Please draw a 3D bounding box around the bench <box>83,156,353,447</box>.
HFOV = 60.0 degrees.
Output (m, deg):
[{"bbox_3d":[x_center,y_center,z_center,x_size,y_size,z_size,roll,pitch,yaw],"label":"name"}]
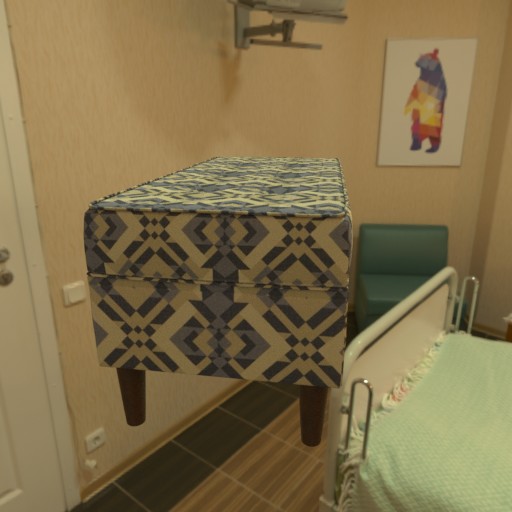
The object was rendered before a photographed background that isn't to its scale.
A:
[{"bbox_3d":[0.000,0.000,1.285,0.492,0.477,1.016,3,18,9],"label":"bench"}]
